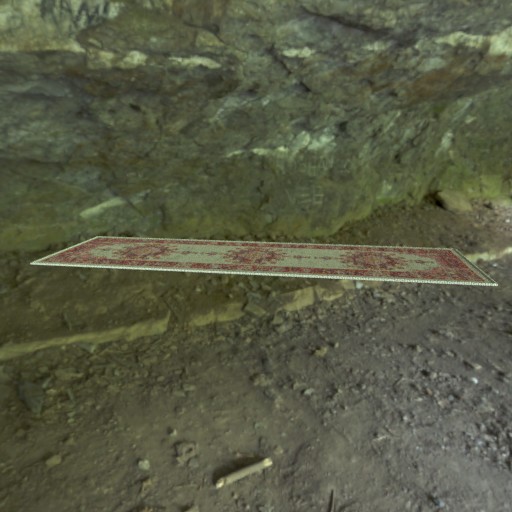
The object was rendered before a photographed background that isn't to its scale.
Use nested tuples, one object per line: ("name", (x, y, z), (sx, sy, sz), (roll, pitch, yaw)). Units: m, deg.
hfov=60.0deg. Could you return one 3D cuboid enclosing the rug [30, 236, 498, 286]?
("rug", (0.000, 0.000, 1.971), (1.824, 0.009, 0.562), (2, 14, 9))
